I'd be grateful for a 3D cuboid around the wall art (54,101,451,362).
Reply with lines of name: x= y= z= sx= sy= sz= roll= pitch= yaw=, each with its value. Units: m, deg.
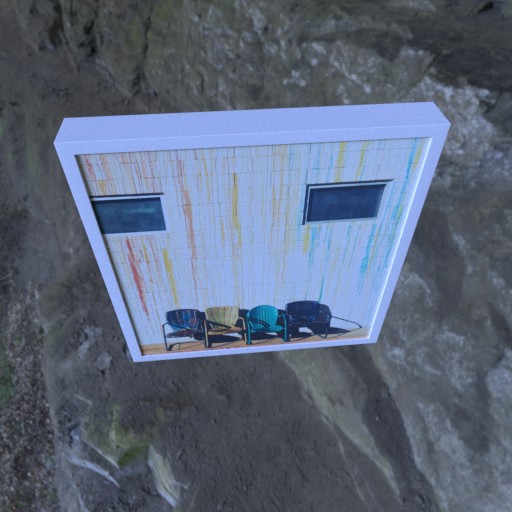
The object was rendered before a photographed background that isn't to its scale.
wall art: x=0.000 y=0.000 z=0.460 sx=0.305 sy=0.305 sz=0.038 roll=-4 pitch=45 yaw=-4
